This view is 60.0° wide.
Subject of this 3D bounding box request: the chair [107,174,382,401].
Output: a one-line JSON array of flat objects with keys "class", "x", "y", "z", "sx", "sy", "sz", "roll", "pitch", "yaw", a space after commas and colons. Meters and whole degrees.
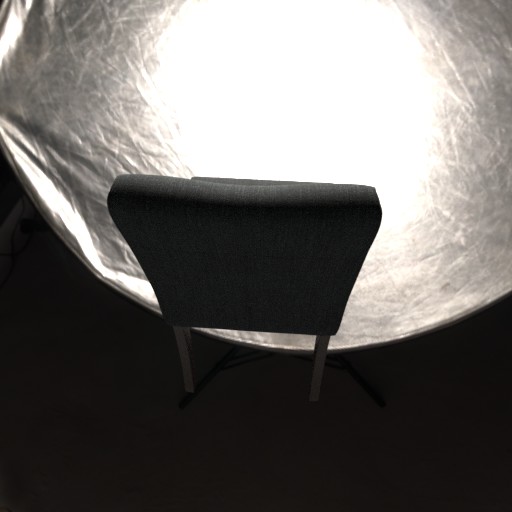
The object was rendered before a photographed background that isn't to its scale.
[{"class": "chair", "x": 0.000, "y": 0.000, "z": 1.207, "sx": 0.487, "sy": 0.884, "sz": 0.629, "roll": 3, "pitch": 47, "yaw": 3}]
